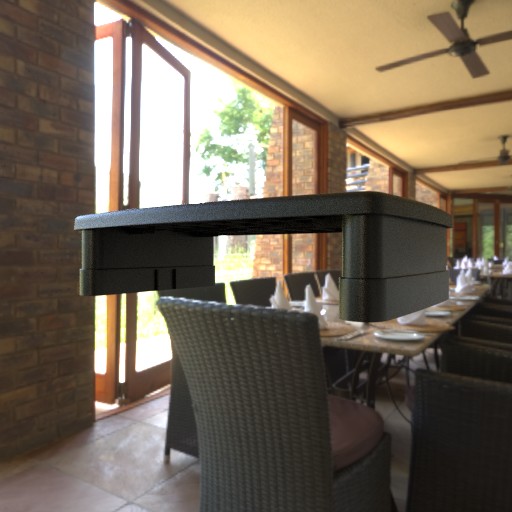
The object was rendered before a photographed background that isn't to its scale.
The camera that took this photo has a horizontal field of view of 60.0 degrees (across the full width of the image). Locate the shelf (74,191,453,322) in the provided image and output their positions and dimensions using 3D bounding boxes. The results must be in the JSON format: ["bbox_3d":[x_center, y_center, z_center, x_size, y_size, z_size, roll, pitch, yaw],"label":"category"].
[{"bbox_3d":[0.000,0.000,0.535,0.410,0.100,0.280,0,0,36],"label":"shelf"}]
